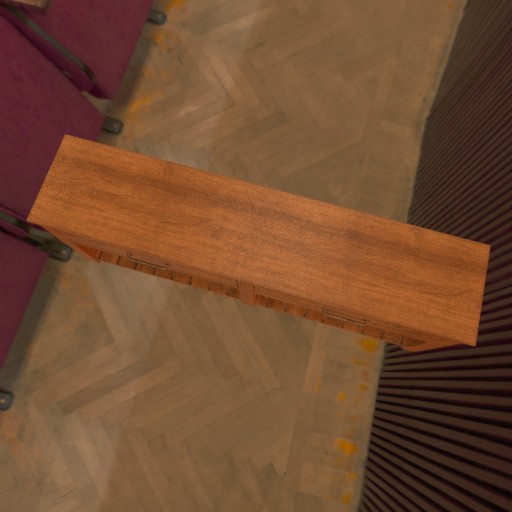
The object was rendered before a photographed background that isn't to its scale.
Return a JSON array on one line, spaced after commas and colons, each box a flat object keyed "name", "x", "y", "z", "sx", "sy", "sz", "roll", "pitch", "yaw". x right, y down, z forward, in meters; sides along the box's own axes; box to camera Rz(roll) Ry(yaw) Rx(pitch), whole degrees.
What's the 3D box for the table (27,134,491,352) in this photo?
[{"name": "table", "x": 0.000, "y": 0.000, "z": 2.073, "sx": 1.815, "sy": 0.635, "sz": 0.425, "roll": 15, "pitch": 75, "yaw": 4}]
